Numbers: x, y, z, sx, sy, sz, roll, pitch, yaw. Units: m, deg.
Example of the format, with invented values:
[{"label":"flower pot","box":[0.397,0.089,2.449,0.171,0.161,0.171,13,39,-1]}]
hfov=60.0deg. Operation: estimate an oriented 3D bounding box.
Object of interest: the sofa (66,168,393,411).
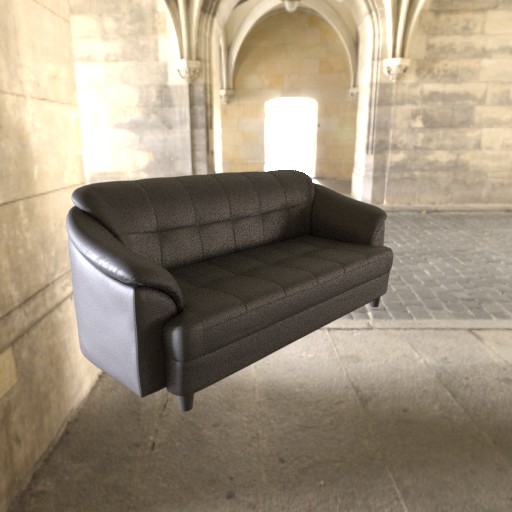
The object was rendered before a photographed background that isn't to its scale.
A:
[{"label":"sofa","box":[0.000,0.000,2.323,0.800,0.811,1.829,13,20,41]}]
